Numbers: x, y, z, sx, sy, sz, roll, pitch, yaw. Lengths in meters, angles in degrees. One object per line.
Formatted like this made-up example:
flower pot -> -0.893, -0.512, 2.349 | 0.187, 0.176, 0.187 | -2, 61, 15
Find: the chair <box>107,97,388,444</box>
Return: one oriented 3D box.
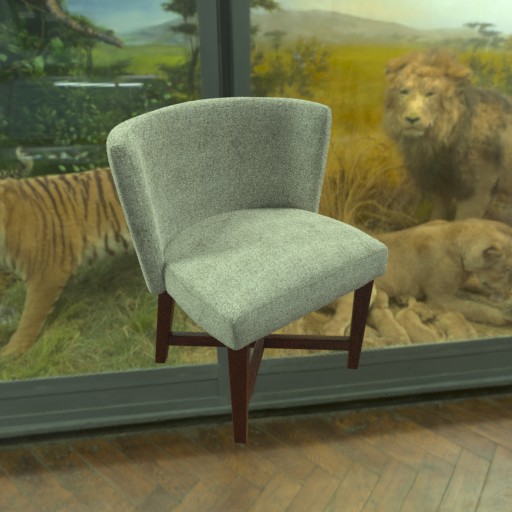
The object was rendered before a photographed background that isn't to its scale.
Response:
chair -> 0.000, 0.000, 1.334 | 0.728, 0.827, 0.575 | -21, 36, -33
